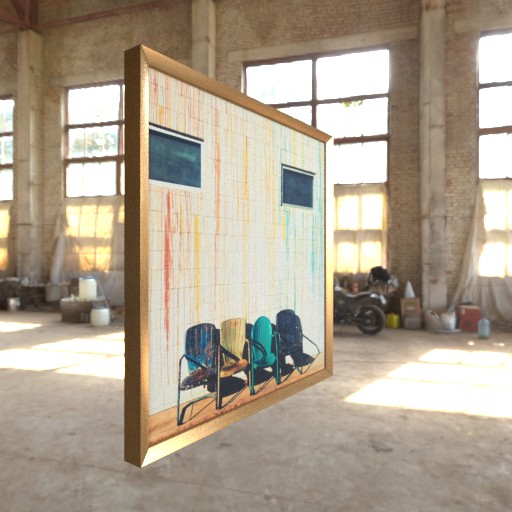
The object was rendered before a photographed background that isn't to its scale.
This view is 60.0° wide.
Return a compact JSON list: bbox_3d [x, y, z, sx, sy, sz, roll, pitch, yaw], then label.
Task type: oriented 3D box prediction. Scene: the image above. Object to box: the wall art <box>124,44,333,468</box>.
[{"bbox_3d":[0.000,0.000,0.443,0.019,0.302,0.302,0,0,36],"label":"wall art"}]
